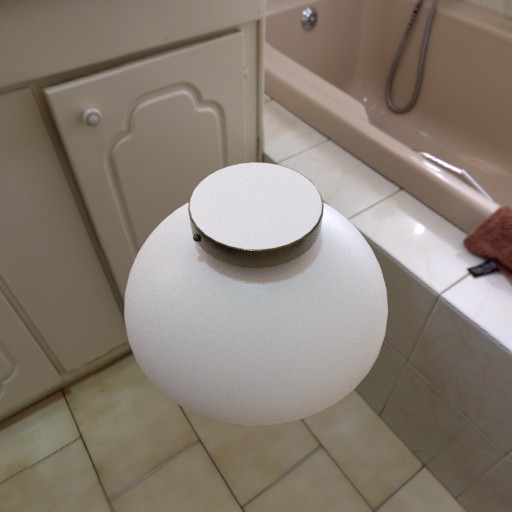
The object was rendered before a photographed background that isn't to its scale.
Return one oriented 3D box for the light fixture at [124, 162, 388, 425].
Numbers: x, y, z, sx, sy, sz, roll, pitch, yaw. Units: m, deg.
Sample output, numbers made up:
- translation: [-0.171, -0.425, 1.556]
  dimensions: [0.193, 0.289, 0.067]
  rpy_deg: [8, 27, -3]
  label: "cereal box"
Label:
- translation: [0.000, 0.000, 0.552]
  dimensions: [0.355, 0.177, 0.355]
  rpy_deg: [0, 47, 0]
  label: "light fixture"
